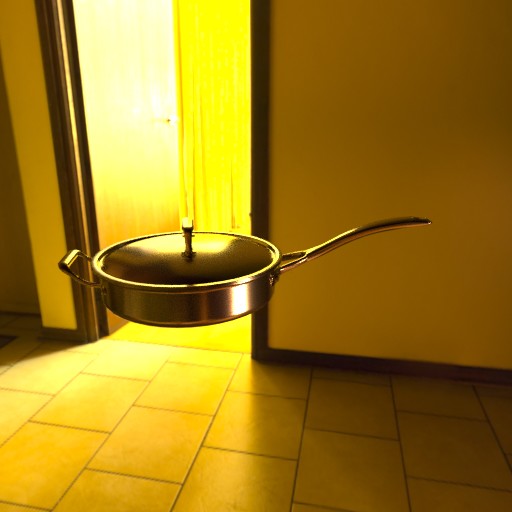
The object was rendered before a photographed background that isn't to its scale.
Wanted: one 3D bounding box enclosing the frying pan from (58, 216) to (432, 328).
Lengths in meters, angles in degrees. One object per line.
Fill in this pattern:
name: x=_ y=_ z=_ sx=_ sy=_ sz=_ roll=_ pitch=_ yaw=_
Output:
frying pan: x=0.000 y=0.000 z=0.681 sx=0.561 sy=0.114 sz=0.280 roll=-3 pitch=17 yaw=-8
